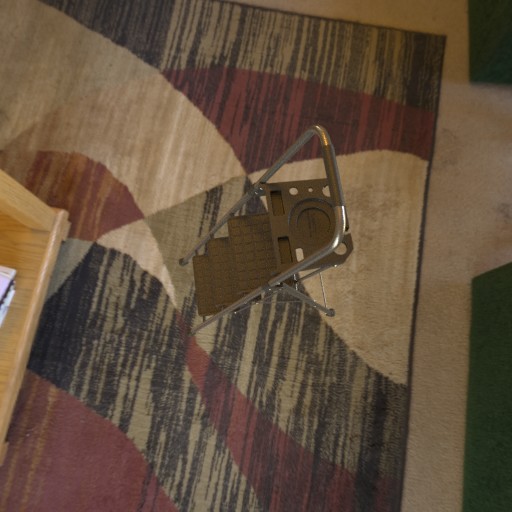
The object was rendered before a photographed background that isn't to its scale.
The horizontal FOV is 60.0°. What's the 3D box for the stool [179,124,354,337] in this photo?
[{"bbox_3d":[0.000,0.000,1.580,0.733,1.277,0.396,-8,76,-2],"label":"stool"}]
